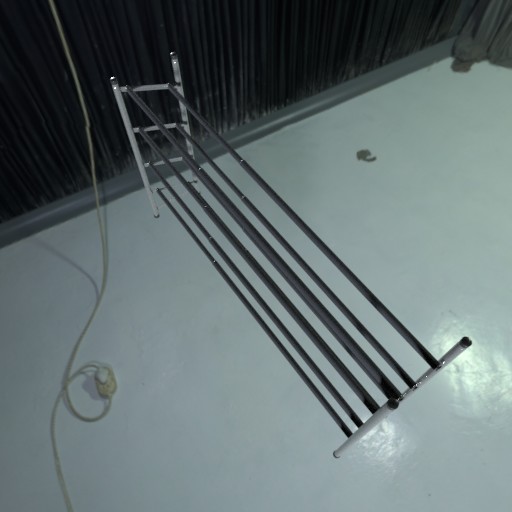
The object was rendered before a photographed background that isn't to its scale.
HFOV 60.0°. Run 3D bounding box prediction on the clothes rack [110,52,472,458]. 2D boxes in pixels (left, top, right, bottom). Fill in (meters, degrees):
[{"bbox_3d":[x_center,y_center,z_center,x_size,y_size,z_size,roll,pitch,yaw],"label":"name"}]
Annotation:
[{"bbox_3d":[0.000,0.000,1.376,0.229,0.672,1.168,-32,64,-18],"label":"clothes rack"}]
